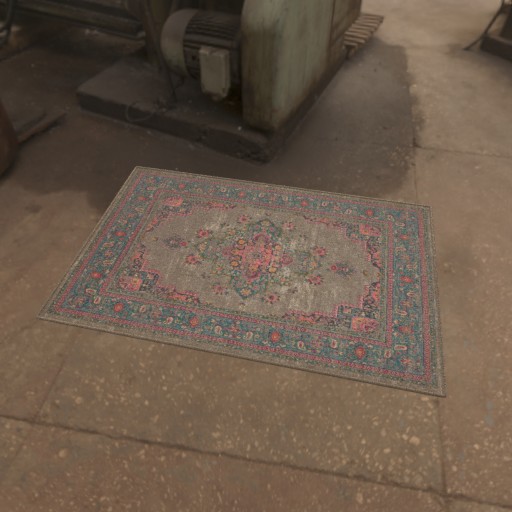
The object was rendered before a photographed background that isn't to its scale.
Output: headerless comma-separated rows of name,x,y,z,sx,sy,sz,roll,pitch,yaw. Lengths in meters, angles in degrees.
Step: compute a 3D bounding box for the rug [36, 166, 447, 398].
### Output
rug,0.000,0.000,2.204,1.748,0.014,1.144,9,48,8
